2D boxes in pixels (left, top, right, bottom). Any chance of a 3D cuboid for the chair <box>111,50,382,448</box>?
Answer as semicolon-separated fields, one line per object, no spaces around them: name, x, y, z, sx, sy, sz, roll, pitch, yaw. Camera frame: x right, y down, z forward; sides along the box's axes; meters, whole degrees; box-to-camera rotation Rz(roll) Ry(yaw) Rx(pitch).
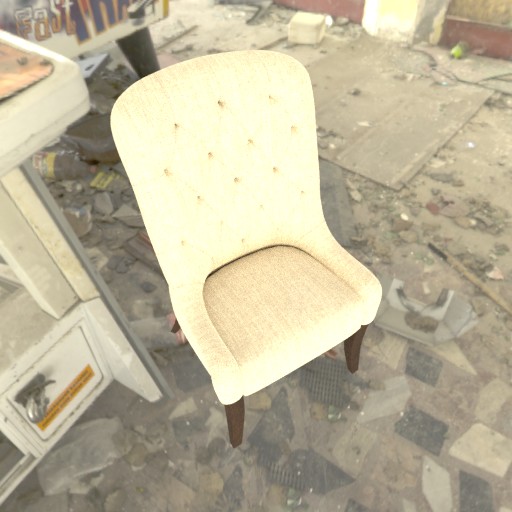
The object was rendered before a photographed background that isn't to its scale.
chair;0.000;0.000;1.452;0.634;1.091;0.629;-25;51;-22
